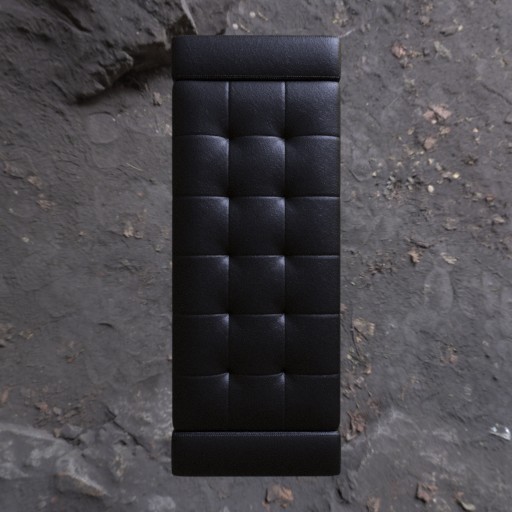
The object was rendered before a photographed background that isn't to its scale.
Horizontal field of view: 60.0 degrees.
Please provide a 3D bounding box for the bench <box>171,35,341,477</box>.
[{"bbox_3d":[0.000,0.000,1.499,0.508,0.445,1.296,0,90,0],"label":"bench"}]
